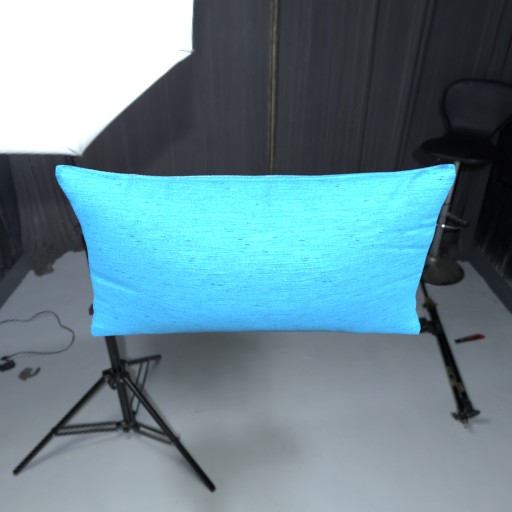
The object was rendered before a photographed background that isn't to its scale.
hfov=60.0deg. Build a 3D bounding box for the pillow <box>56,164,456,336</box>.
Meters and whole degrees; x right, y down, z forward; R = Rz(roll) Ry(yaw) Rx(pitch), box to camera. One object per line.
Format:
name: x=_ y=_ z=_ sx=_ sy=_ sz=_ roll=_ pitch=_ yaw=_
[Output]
pillow: x=0.000 y=0.000 z=0.784 sx=0.633 sy=0.338 sz=0.210 roll=0 pitch=31 yaw=-1
